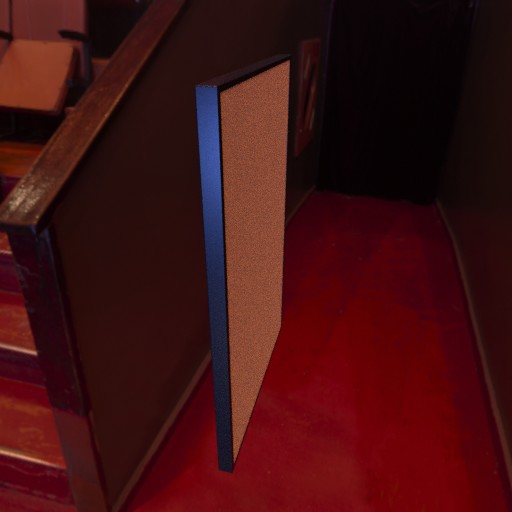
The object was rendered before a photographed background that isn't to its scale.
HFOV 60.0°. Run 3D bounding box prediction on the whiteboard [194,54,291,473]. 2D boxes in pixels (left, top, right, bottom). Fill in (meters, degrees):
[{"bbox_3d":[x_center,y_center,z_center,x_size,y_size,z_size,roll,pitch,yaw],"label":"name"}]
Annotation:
[{"bbox_3d":[0.000,0.000,0.769,0.026,0.611,0.406,7,30,13],"label":"whiteboard"}]
